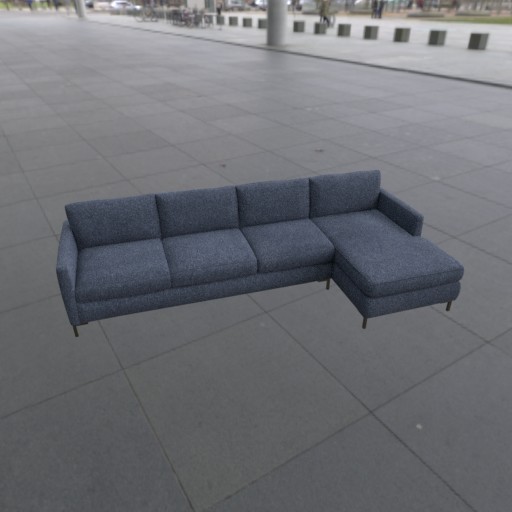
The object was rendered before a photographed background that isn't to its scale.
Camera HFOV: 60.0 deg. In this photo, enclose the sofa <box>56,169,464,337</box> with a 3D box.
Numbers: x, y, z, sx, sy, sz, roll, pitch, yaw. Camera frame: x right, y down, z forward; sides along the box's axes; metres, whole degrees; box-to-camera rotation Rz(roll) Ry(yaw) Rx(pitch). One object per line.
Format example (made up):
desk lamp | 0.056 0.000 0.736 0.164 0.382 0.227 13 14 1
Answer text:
sofa | 0.000 0.000 3.514 2.932 0.810 1.350 -9 31 -15
